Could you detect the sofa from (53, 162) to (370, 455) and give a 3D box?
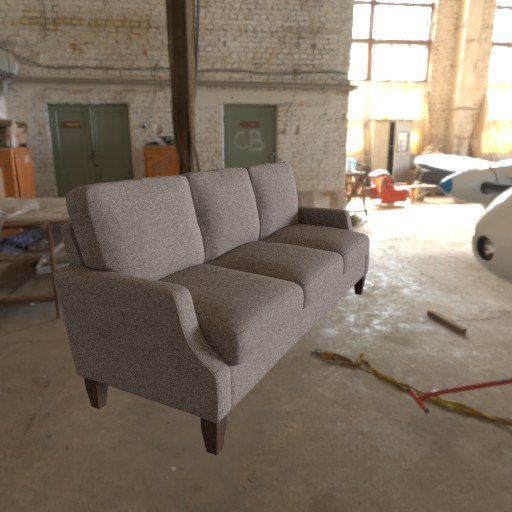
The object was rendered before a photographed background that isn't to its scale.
[{"bbox_3d":[0.000,0.000,2.597,0.888,0.984,2.115,8,17,27],"label":"sofa"}]
